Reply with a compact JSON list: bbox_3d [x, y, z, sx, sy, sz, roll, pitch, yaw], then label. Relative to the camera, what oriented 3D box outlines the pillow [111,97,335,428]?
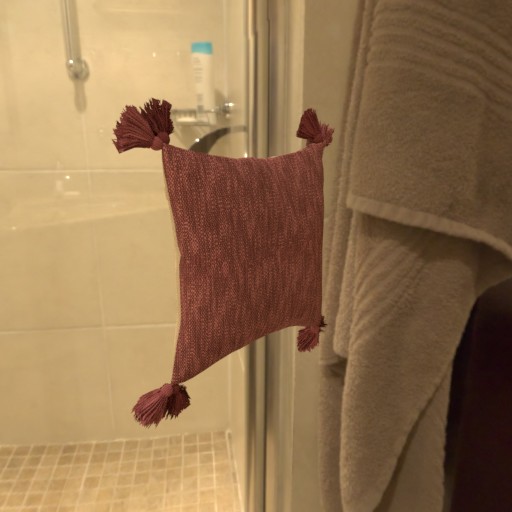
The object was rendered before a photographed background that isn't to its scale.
[{"bbox_3d":[0.000,0.000,0.996,0.138,0.659,0.641,14,20,43],"label":"pillow"}]
